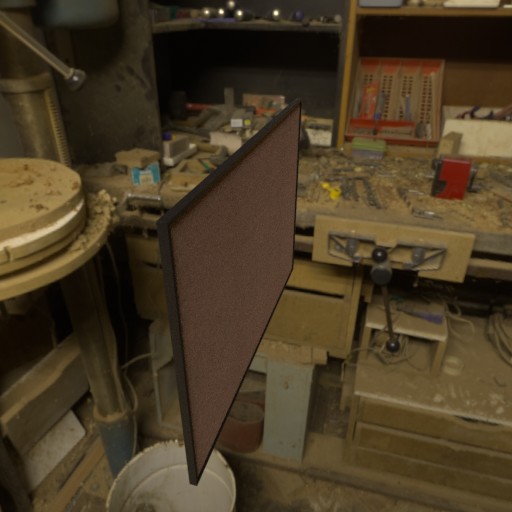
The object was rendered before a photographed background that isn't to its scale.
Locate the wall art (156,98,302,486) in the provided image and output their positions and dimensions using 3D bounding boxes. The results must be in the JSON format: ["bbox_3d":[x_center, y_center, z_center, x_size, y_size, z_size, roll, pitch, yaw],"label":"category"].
[{"bbox_3d":[0.000,0.000,1.226,0.019,0.660,0.957,9,32,15],"label":"wall art"}]
